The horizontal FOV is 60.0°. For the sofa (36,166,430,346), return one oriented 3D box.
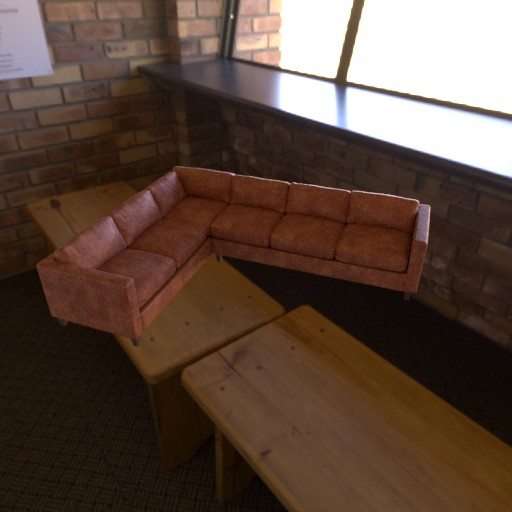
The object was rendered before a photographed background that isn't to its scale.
[{"bbox_3d":[0.000,0.000,4.454,3.150,0.838,2.438,11,33,17],"label":"sofa"}]
